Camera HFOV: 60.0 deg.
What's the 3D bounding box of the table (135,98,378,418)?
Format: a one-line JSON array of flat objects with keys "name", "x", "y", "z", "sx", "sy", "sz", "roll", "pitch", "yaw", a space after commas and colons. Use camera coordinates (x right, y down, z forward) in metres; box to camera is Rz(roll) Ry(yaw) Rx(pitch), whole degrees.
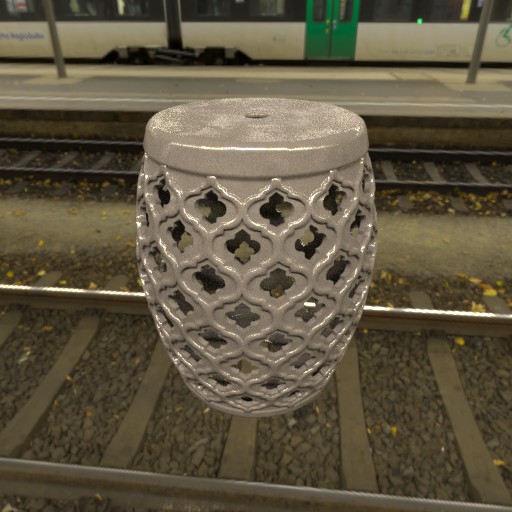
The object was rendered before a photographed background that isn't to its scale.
[{"name": "table", "x": 0.000, "y": 0.000, "z": 0.629, "sx": 0.325, "sy": 0.388, "sz": 0.325, "roll": 0, "pitch": 29, "yaw": 0}]
